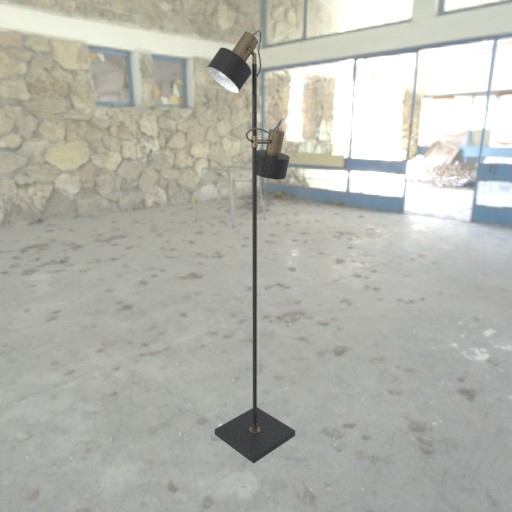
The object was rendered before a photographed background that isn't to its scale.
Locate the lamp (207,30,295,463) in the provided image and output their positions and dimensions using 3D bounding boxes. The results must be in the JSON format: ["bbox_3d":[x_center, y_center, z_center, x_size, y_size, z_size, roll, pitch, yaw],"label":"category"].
[{"bbox_3d":[0.000,0.000,1.613,0.315,1.505,0.233,-14,20,-42],"label":"lamp"}]
